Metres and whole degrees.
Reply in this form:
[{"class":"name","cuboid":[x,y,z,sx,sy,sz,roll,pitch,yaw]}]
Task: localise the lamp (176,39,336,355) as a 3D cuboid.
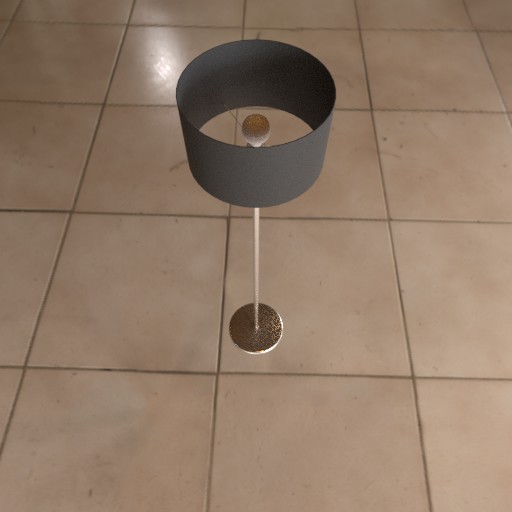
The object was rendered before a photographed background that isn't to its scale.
[{"class":"lamp","cuboid":[0.000,0.000,1.586,0.348,1.443,0.348,0,60,0]}]
